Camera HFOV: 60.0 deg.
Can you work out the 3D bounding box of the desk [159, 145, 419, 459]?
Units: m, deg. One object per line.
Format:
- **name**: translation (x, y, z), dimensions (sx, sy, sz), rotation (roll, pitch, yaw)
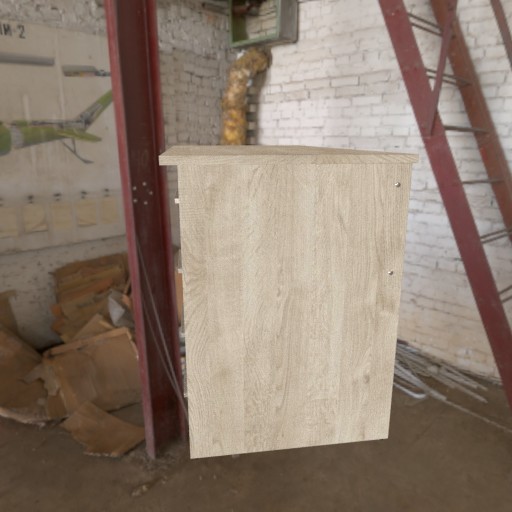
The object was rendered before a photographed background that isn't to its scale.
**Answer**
- **desk**: translation (0.000, 0.000, 1.549), dimensions (0.560, 0.730, 1.096), rotation (-2, 15, -8)
